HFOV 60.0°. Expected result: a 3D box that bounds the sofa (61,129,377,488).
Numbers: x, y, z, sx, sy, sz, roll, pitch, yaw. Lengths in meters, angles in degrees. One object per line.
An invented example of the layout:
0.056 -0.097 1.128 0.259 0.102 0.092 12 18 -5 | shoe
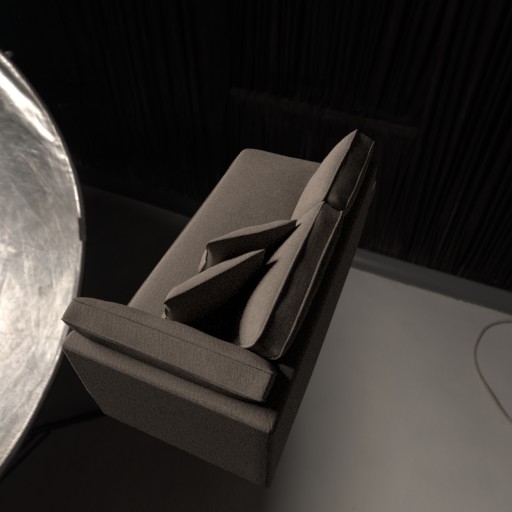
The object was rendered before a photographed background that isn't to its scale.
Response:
0.000 0.000 2.806 1.110 1.033 2.237 17 50 15 | sofa
